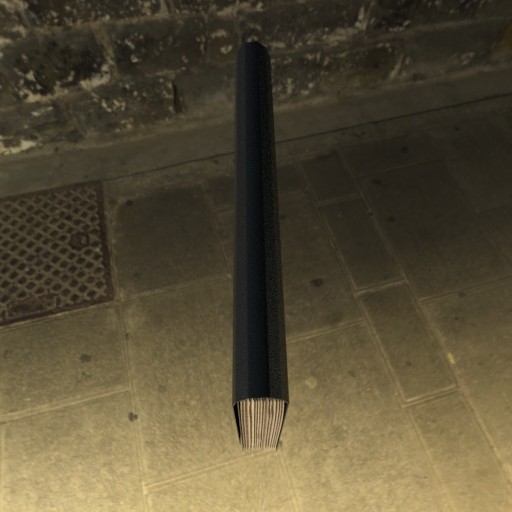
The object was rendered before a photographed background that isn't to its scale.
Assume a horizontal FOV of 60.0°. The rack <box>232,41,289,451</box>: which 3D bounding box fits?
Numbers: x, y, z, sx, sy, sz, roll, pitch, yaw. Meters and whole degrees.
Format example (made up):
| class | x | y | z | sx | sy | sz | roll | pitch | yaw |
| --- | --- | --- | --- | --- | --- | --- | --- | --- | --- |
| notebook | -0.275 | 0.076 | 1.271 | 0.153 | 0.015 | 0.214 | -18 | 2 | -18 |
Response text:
| class | x | y | z | sx | sy | sz | roll | pitch | yaw |
| --- | --- | --- | --- | --- | --- | --- | --- | --- | --- |
| rack | 0.000 | 0.000 | 0.441 | 0.041 | 0.241 | 0.330 | -1 | 60 | -1 |
